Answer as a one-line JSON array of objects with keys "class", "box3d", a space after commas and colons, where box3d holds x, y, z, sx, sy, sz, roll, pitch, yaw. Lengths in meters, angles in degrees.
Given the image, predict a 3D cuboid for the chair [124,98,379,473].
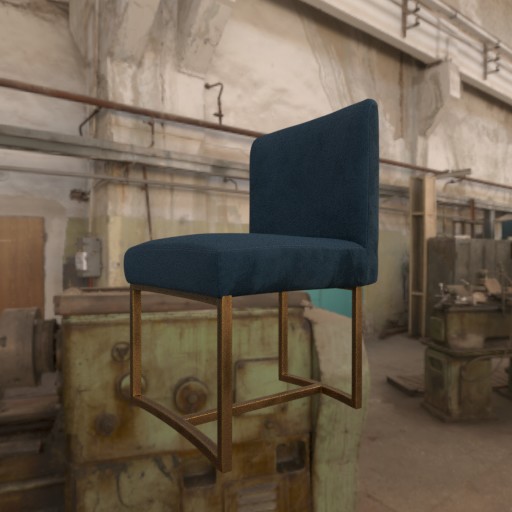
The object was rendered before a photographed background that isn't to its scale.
[{"class": "chair", "box3d": [0.000, 0.000, 1.192, 0.560, 0.824, 0.530, 0, 1, -36]}]
